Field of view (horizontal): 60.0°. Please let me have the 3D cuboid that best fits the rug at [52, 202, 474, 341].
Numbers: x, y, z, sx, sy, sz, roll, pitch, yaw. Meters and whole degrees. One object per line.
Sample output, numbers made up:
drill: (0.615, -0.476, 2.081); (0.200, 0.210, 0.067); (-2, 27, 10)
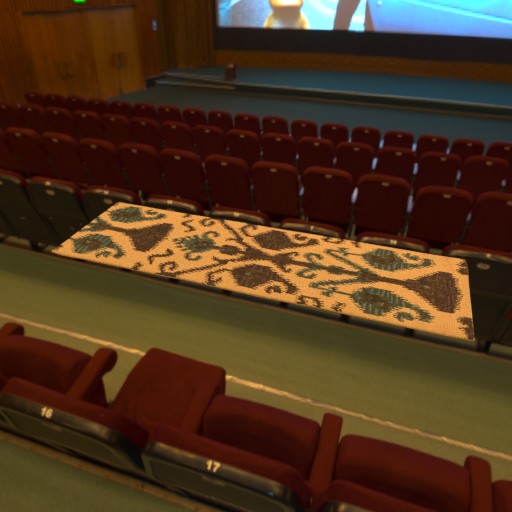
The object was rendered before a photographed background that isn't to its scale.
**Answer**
rug: (0.000, 0.000, 2.557); (2.301, 0.017, 0.692); (11, 35, 15)
